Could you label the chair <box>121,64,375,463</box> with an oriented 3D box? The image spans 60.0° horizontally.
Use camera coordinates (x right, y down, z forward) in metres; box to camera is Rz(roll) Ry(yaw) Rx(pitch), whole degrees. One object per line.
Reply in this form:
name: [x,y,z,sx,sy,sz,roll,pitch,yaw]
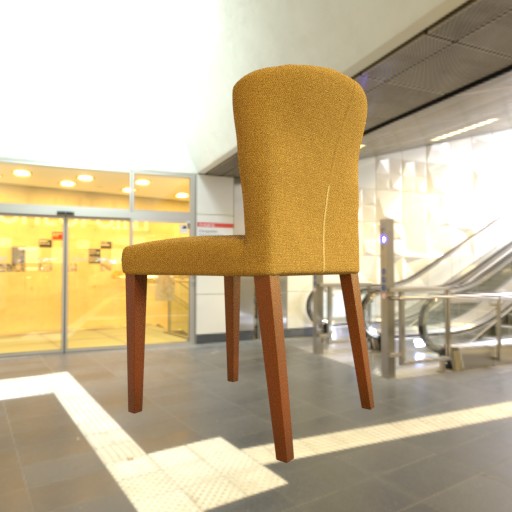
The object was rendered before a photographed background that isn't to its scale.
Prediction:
chair: [0.000,0.000,1.212,0.589,0.839,0.491,-1,-2,37]
